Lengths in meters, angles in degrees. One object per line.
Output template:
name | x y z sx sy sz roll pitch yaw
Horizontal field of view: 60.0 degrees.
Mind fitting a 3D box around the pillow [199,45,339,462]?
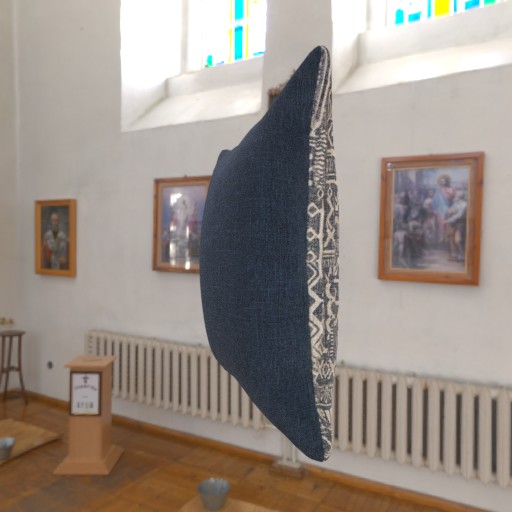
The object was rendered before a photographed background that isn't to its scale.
pillow | 0.000 0.000 0.763 0.180 0.487 0.546 0 0 -17
